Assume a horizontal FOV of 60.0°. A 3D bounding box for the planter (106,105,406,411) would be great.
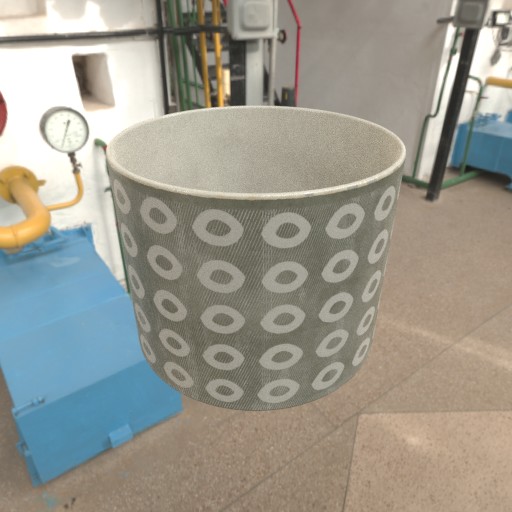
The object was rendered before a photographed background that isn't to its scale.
[{"bbox_3d":[0.000,0.000,0.338,0.190,0.181,0.190,0,31,0],"label":"planter"}]
